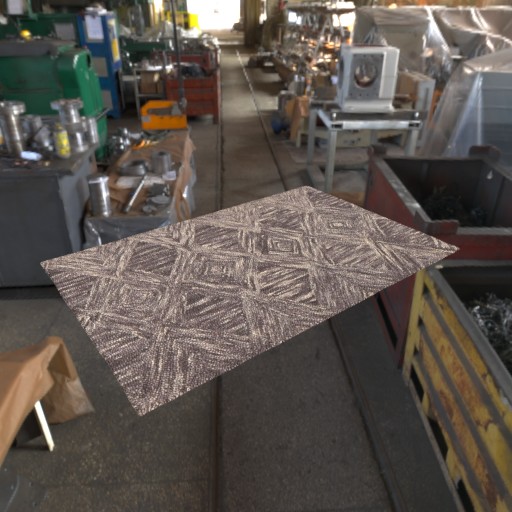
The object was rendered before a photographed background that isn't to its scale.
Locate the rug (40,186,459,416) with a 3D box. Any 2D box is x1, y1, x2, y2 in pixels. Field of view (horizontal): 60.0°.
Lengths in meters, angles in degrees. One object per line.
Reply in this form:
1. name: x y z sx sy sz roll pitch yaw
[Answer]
1. rug: 0.000 0.000 2.274 1.814 0.012 1.186 -20 35 -32
